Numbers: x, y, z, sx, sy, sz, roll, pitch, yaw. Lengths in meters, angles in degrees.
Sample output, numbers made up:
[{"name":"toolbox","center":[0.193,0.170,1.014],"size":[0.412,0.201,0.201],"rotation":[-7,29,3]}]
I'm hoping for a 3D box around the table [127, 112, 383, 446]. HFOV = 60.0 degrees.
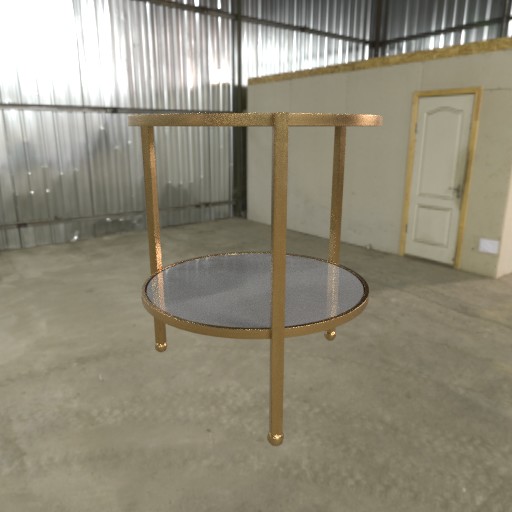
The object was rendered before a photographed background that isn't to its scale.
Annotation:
[{"name":"table","center":[0.000,0.000,0.449],"size":[0.231,0.269,0.243],"rotation":[-2,16,-8]}]
